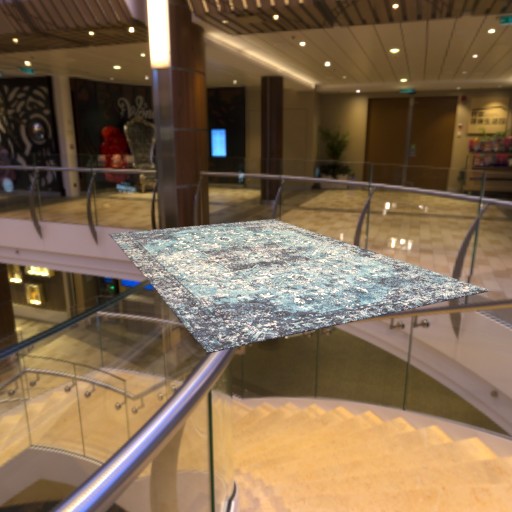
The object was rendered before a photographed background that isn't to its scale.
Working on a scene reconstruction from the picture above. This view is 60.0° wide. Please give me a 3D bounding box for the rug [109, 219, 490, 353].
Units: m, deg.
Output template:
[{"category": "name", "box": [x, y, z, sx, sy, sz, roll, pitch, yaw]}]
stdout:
[{"category": "rug", "box": [0.000, 0.000, 2.326, 1.219, 0.005, 1.828, -7, 17, -25]}]
